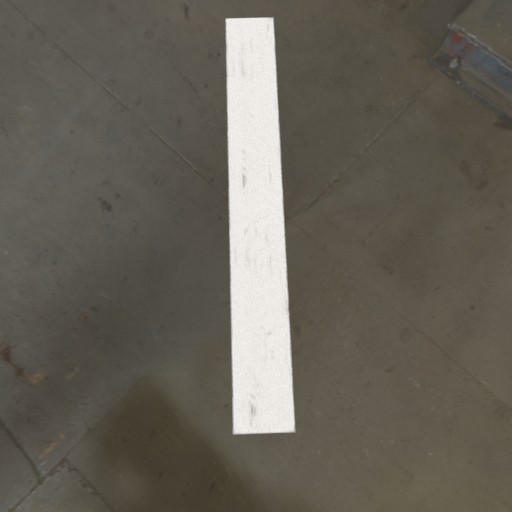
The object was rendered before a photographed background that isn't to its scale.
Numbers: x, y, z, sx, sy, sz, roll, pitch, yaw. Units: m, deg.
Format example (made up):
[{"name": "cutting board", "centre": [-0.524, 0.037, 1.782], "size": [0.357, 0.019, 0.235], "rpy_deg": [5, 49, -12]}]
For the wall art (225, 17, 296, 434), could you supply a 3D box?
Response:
[{"name": "wall art", "centre": [0.000, 0.000, 0.455], "size": [0.038, 0.305, 0.305], "rpy_deg": [-2, 75, 0]}]
